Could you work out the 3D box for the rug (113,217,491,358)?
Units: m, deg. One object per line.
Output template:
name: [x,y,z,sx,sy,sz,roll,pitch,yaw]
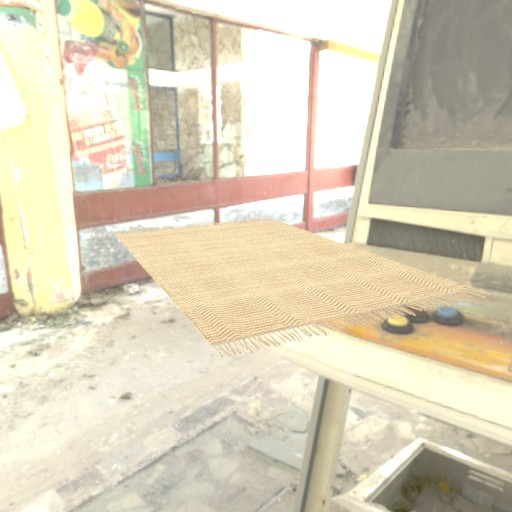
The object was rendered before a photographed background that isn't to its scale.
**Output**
rug: [0.000,0.000,2.460,1.224,0.027,2.021,-7,17,-25]
